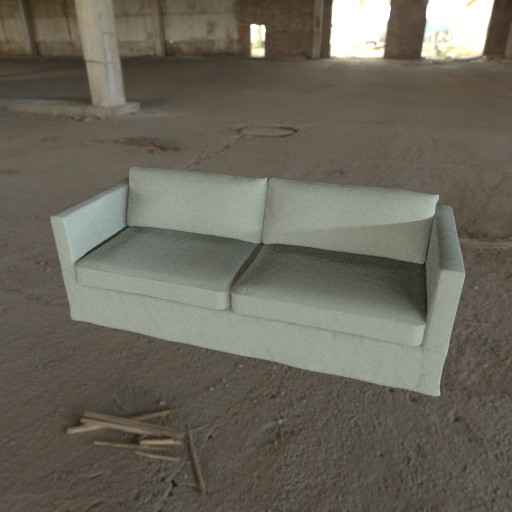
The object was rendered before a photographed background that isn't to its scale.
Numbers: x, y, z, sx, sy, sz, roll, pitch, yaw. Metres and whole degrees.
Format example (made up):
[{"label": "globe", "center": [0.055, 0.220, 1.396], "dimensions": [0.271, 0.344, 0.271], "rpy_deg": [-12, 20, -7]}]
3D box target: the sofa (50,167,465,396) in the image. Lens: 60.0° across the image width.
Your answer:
[{"label": "sofa", "center": [0.000, 0.000, 2.808], "dimensions": [2.312, 0.853, 0.962], "rpy_deg": [8, 28, 16]}]
